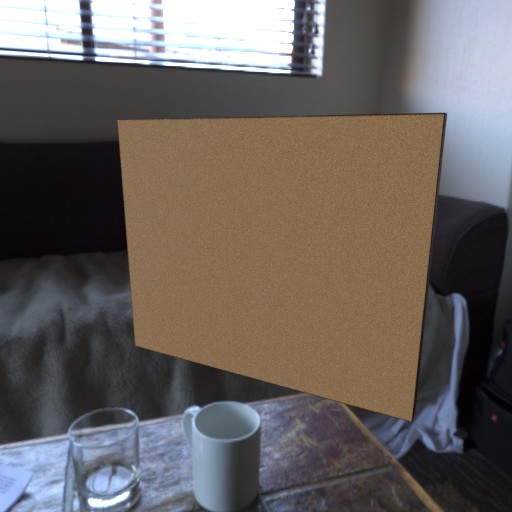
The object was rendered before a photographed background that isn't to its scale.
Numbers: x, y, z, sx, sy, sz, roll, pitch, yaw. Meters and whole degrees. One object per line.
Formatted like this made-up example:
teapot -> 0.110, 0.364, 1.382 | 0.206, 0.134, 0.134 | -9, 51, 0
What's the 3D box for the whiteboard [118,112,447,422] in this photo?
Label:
whiteboard -> 0.000, 0.000, 0.764 | 0.561, 0.457, 0.029 | 8, 17, 27
